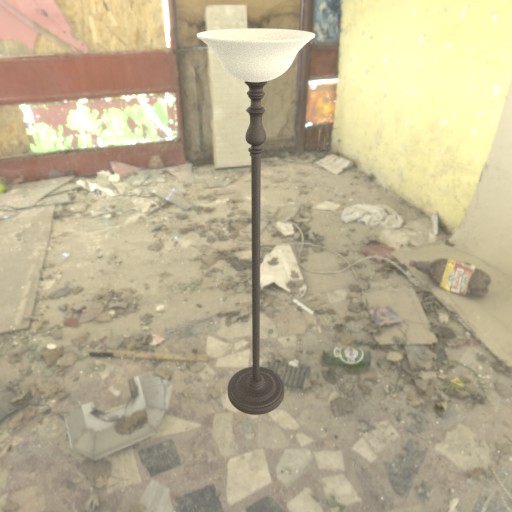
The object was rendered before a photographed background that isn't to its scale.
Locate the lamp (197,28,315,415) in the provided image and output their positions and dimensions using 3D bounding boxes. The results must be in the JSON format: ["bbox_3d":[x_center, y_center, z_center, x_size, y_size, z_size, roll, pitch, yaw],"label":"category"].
[{"bbox_3d":[0.000,0.000,1.997,0.405,1.797,0.405,1,32,2],"label":"lamp"}]
